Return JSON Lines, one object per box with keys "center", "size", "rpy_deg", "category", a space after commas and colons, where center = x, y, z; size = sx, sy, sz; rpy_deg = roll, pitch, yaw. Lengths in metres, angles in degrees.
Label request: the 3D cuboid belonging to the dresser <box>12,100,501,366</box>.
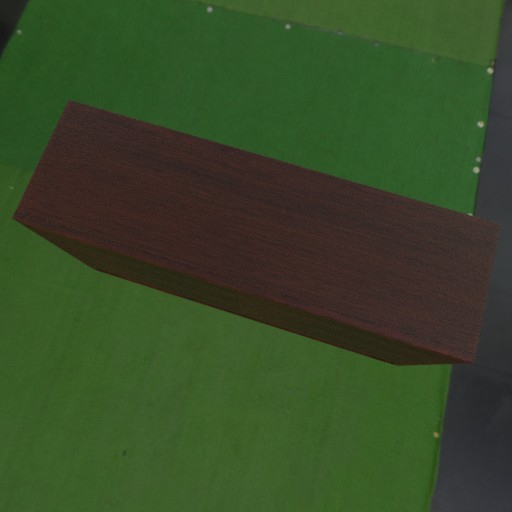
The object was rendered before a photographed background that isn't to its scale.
{"center": [0.000, 0.000, 1.995], "size": [1.609, 0.971, 0.499], "rpy_deg": [17, 76, 4], "category": "dresser"}
